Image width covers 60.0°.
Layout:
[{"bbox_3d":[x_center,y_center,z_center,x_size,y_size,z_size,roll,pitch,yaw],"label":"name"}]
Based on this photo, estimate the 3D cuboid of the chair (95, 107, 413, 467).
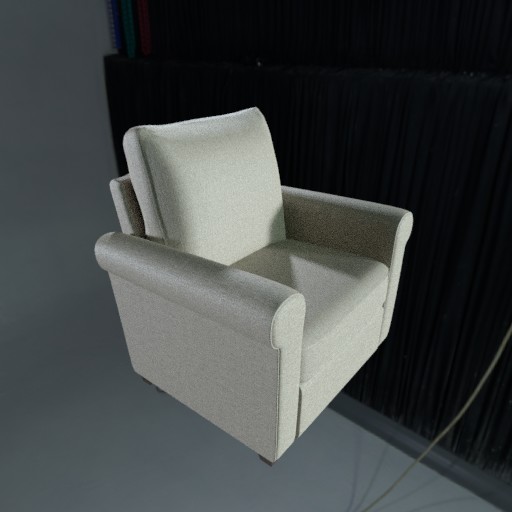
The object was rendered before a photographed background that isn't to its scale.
[{"bbox_3d":[0.000,0.000,2.316,1.180,1.349,1.275,19,32,34],"label":"chair"}]
